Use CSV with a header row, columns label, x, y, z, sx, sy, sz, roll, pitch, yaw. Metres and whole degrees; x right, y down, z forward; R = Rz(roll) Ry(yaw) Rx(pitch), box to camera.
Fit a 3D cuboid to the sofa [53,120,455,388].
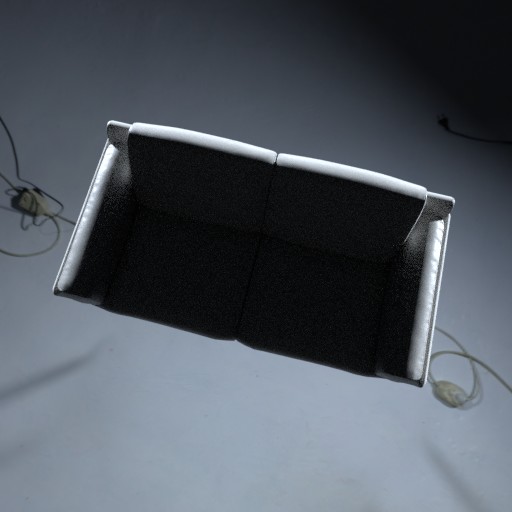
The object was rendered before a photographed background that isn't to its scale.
label,x,y,z,sx,sy,sz,roll,pitch,yaw
sofa,0.000,0.000,2.630,2.101,0.930,1.049,14,76,3
